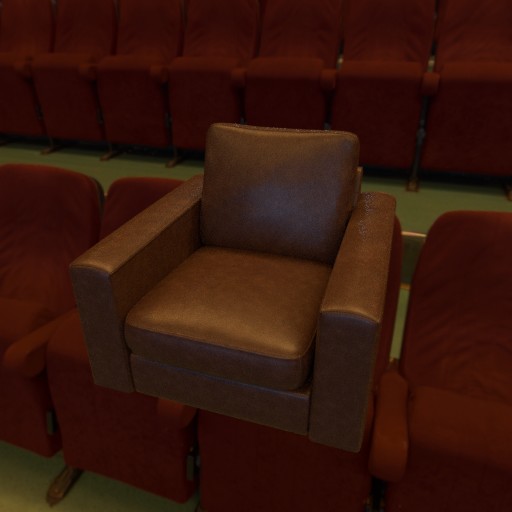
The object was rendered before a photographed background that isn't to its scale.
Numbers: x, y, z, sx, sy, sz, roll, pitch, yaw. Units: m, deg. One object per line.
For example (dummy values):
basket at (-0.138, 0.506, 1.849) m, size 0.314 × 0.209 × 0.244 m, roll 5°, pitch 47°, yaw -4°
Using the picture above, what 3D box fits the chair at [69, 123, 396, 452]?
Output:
chair at (0.000, 0.000, 1.753) m, size 1.005 × 0.873 × 1.016 m, roll 9°, pitch 29°, yaw 16°
